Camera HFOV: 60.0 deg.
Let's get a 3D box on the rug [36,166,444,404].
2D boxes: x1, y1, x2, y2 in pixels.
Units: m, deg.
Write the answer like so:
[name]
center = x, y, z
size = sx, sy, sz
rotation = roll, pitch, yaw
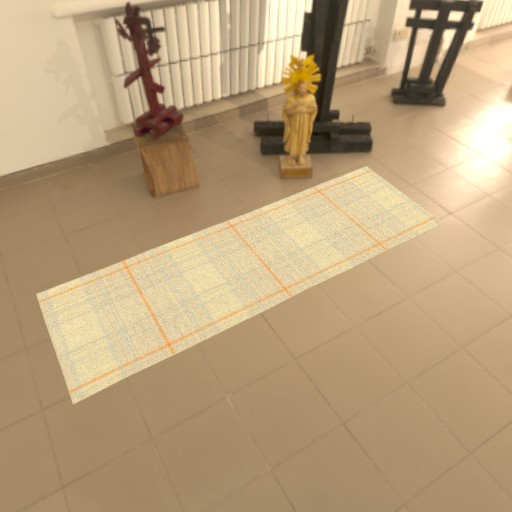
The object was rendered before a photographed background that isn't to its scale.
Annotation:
[rug]
center = 0.000, 0.000, 2.720
size = 2.442, 0.016, 0.770
rotation = -23, 50, -21
